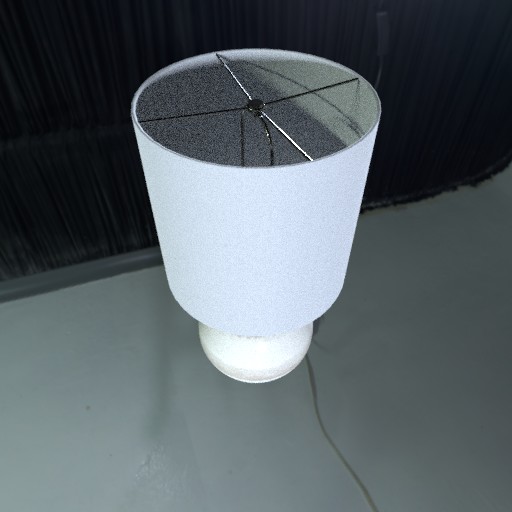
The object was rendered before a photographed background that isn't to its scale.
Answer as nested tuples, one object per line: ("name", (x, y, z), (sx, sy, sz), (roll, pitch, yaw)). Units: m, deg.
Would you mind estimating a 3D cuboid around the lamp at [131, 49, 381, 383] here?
("lamp", (0.000, 0.000, 0.536), (0.217, 0.404, 0.217), (-17, 48, -16))
